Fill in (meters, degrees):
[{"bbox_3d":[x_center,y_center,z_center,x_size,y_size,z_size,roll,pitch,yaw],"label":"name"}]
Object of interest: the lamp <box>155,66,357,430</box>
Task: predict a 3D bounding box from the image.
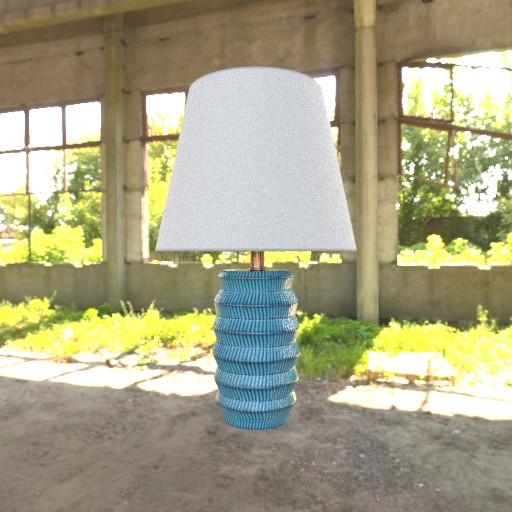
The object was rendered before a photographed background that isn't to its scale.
[{"bbox_3d":[0.000,0.000,0.799,0.355,0.582,0.355,0,0,0],"label":"lamp"}]
